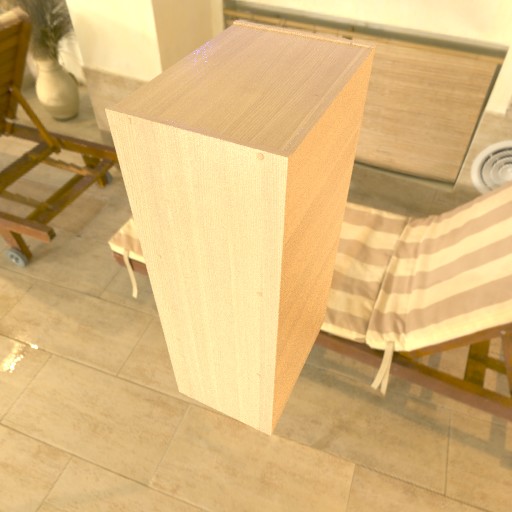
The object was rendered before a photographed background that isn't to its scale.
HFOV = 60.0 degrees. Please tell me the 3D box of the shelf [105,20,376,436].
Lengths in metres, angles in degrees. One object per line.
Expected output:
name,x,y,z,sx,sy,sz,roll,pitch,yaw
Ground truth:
shelf,0.000,0.000,1.051,0.292,0.876,0.417,19,49,18
